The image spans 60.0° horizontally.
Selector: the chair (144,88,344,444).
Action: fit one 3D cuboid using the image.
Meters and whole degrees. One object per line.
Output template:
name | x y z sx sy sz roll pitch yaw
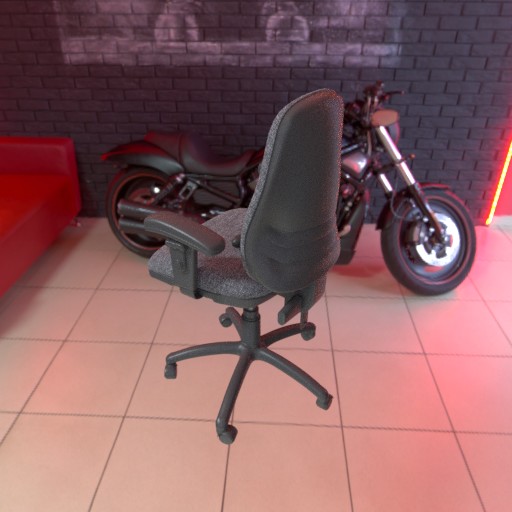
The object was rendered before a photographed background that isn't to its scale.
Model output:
chair | 0.000 0.000 1.235 0.530 0.910 0.550 20 36 30
